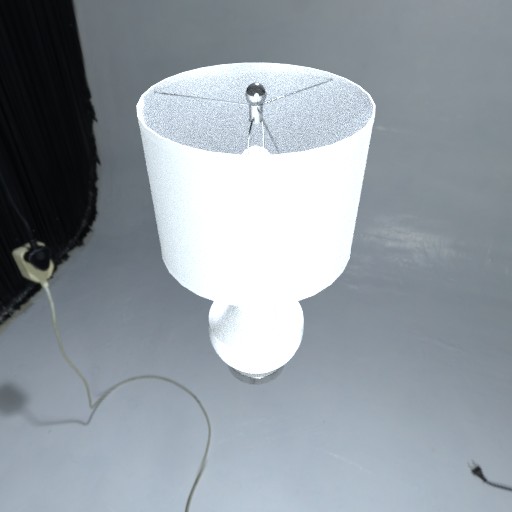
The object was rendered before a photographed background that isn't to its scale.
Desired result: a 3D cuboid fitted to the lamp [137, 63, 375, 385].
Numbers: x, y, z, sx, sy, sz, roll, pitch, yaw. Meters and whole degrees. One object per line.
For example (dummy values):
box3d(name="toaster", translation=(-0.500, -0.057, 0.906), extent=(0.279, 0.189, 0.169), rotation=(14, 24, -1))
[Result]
box3d(name="lamp", translation=(0.000, 0.000, 0.873), extent=(0.357, 0.673, 0.357), rotation=(13, 42, 14))
